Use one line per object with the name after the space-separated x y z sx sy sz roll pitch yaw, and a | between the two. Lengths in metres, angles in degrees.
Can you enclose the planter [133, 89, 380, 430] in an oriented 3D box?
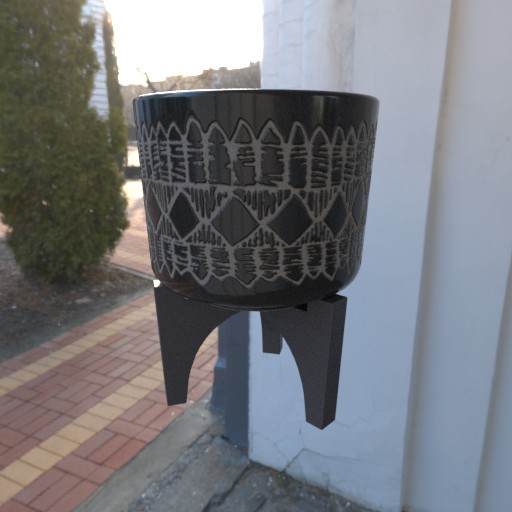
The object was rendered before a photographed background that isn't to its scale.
0.000 0.000 0.397 0.196 0.264 0.196 15 21 42 | planter
